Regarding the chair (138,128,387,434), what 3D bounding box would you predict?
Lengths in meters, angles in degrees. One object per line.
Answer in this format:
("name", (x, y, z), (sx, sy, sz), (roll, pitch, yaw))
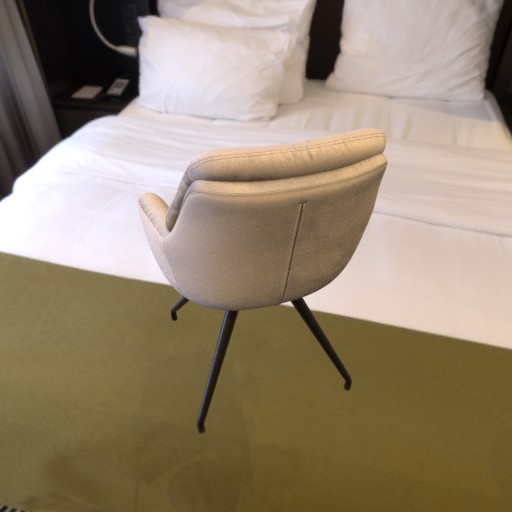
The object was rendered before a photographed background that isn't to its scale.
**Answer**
("chair", (0.000, 0.000, 1.247), (0.579, 0.888, 0.569), (-12, 41, -14))
